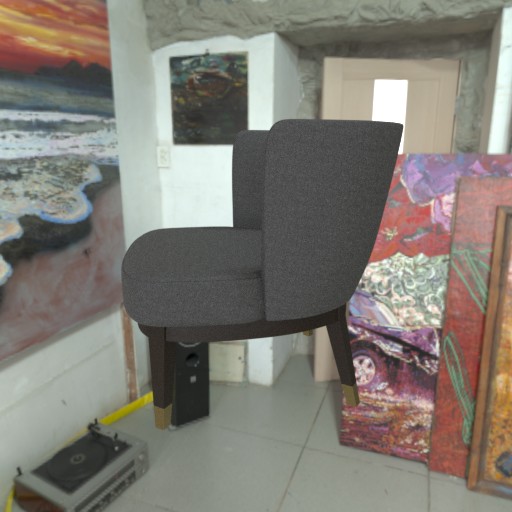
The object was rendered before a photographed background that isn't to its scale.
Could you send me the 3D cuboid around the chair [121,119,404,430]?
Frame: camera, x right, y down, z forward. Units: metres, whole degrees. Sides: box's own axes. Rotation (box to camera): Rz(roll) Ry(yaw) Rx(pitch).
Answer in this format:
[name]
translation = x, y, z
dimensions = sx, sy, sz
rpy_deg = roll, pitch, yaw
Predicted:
[chair]
translation = 0.000, 0.000, 1.231
dimensions = 0.698, 0.695, 0.639
rpy_deg = -2, 14, -9
